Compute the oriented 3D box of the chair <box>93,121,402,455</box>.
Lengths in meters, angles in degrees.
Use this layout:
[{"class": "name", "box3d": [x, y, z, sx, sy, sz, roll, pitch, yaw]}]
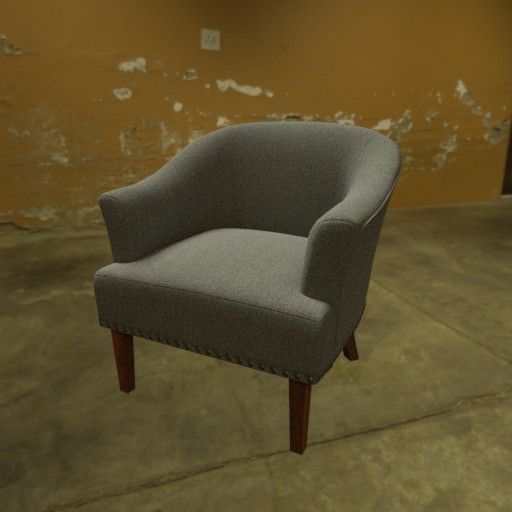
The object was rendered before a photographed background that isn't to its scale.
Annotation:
[{"class": "chair", "box3d": [0.000, 0.000, 1.406, 0.798, 0.815, 0.704, 9, 19, 26]}]
